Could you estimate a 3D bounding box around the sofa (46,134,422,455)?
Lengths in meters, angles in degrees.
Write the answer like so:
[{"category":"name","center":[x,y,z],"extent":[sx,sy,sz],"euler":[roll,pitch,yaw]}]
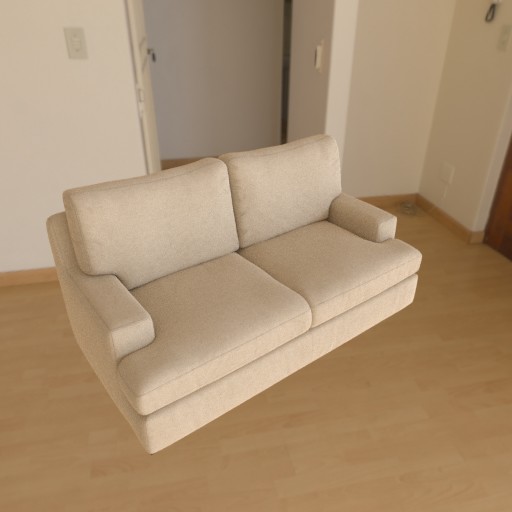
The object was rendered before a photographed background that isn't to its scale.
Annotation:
[{"category":"sofa","center":[0.000,0.000,2.447],"extent":[1.885,0.967,0.962],"euler":[-21,36,-32]}]
